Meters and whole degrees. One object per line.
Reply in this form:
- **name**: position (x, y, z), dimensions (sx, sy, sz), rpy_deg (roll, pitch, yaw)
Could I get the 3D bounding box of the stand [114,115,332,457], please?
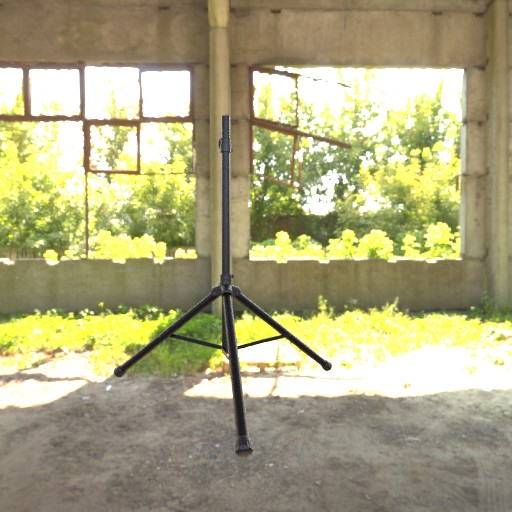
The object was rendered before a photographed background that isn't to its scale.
- **stand**: position (0.000, 0.000, 1.901), dimensions (0.907, 1.136, 1.045), rpy_deg (-1, 1, -36)
